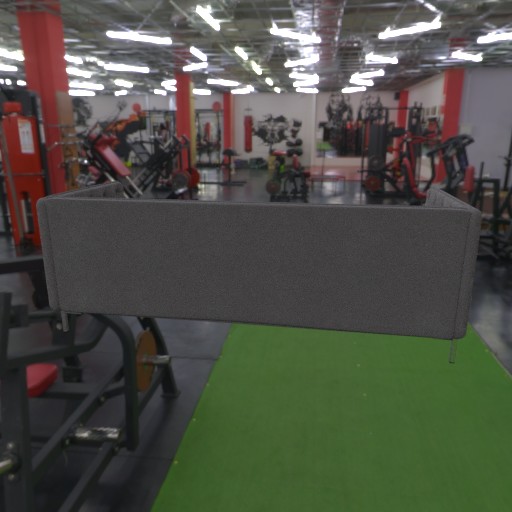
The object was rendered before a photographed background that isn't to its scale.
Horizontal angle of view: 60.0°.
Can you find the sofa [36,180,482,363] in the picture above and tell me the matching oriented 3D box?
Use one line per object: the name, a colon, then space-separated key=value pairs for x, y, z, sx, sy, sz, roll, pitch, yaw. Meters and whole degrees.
sofa: x=0.000 y=0.000 z=2.616 sx=2.209 sy=0.771 sz=0.895 roll=3 pitch=16 yaw=9
